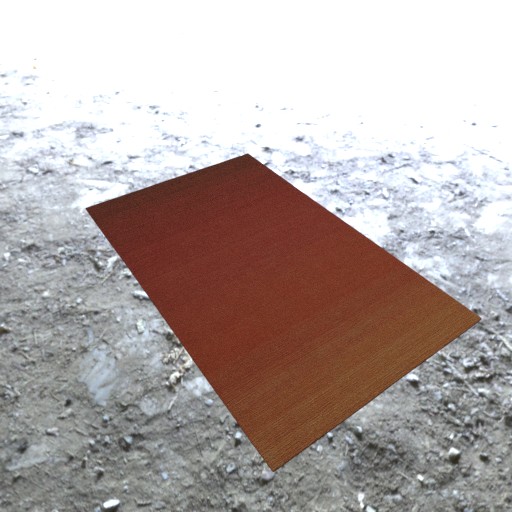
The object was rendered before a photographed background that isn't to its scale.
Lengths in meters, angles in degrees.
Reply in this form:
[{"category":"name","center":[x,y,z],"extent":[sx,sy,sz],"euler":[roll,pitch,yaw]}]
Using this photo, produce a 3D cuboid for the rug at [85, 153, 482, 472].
[{"category":"rug","center":[0.000,0.000,3.018],"extent":[1.531,0.010,2.442],"euler":[-25,47,-26]}]
